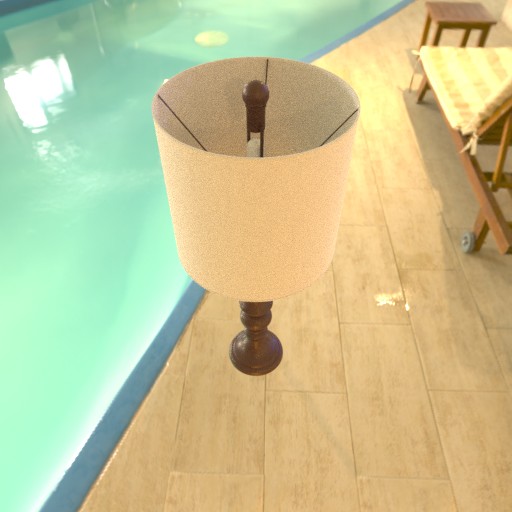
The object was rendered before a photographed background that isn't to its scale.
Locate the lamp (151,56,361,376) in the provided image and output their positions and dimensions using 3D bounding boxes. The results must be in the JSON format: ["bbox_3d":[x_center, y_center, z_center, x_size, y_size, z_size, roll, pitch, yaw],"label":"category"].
[{"bbox_3d":[0.000,0.000,0.737,0.250,0.597,0.250,6,47,5],"label":"lamp"}]
